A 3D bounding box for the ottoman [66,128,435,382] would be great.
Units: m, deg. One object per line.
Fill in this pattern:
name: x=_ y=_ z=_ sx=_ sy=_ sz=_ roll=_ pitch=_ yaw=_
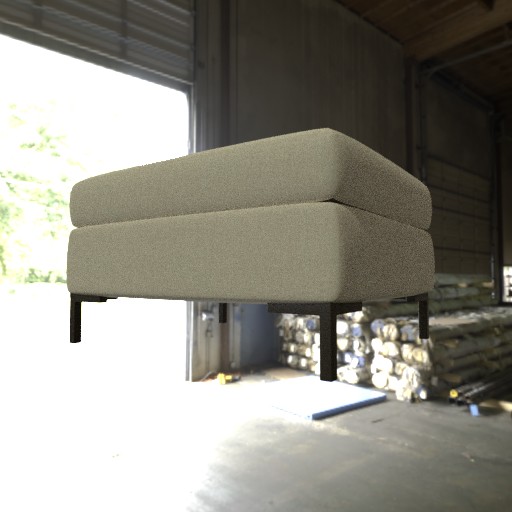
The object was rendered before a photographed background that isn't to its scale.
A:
ottoman: x=0.000 y=0.000 z=1.195 sx=0.794 sy=0.453 sz=0.657 roll=-2 pitch=-3 yaw=35
